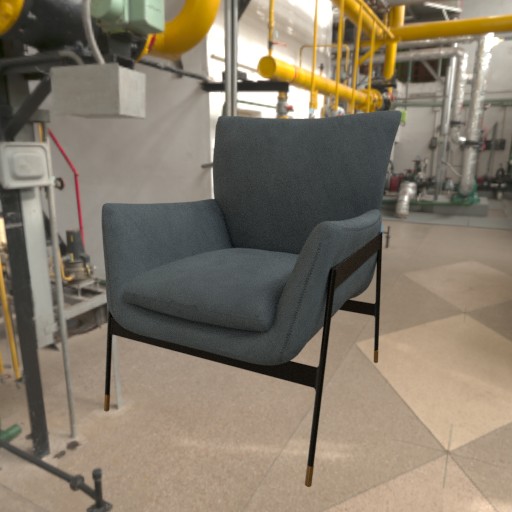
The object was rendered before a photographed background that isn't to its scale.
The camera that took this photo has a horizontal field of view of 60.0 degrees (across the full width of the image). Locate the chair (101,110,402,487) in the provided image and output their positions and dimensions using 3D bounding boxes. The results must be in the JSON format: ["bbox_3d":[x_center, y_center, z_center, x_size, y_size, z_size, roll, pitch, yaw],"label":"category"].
[{"bbox_3d":[0.000,0.000,1.343,0.678,0.858,0.709,7,16,27],"label":"chair"}]
